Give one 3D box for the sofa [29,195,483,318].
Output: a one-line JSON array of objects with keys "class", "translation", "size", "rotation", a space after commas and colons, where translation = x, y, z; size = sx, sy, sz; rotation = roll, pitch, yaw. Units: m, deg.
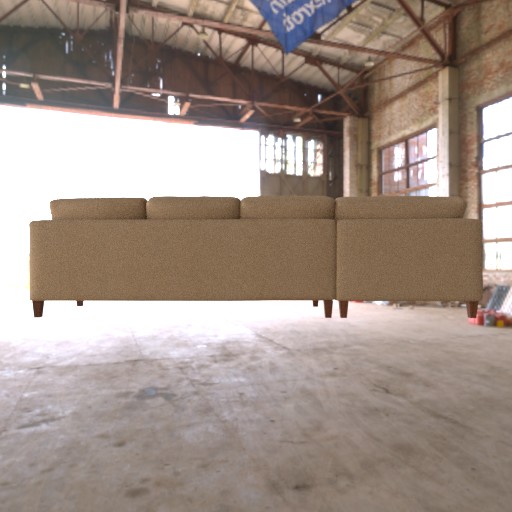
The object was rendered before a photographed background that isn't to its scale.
[{"class": "sofa", "translation": [0.000, 0.000, 3.806], "size": [3.201, 0.876, 1.502], "rotation": [0, 0, 1]}]
